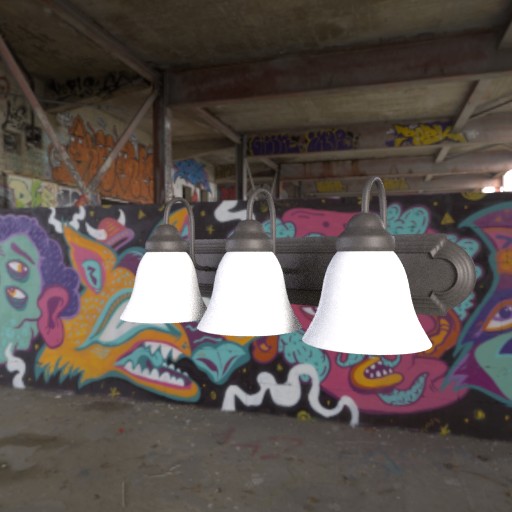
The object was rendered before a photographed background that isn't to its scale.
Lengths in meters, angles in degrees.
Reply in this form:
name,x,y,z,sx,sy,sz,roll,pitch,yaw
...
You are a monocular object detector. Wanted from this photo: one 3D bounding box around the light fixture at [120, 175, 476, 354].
name,x,y,z,sx,sy,sz,roll,pitch,yaw
light fixture,0.000,0.000,0.713,0.610,0.222,0.199,0,0,37
